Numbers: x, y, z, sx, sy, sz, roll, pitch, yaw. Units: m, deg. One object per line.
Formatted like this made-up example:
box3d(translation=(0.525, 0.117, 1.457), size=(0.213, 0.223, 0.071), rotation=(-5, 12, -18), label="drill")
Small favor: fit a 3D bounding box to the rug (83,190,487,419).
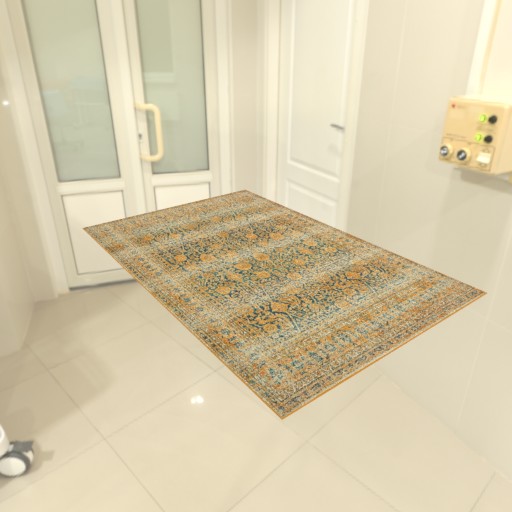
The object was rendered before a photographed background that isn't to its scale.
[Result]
box3d(translation=(0.000, 0.000, 2.936), size=(1.525, 0.007, 2.336), rotation=(-19, 32, -33), label="rug")
